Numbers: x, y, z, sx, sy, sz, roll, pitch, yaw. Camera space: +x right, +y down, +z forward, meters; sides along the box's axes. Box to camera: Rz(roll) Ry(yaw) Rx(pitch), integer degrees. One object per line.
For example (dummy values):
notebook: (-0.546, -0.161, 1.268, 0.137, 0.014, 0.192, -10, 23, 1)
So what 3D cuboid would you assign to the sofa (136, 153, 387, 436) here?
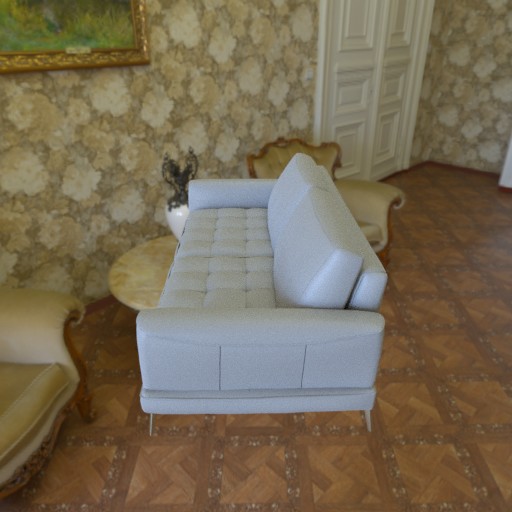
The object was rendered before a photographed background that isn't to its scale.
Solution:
sofa: (0.000, 0.000, 2.835, 1.121, 0.930, 2.177, 0, 27, -1)
